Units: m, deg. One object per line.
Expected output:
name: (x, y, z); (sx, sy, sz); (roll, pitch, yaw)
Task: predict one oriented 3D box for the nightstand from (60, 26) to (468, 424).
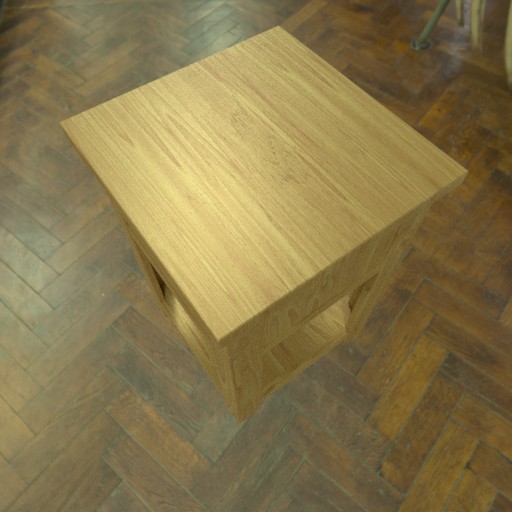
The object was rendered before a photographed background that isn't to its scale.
nightstand: (0.000, 0.000, 0.899); (0.418, 0.614, 0.428); (-32, 64, -18)
